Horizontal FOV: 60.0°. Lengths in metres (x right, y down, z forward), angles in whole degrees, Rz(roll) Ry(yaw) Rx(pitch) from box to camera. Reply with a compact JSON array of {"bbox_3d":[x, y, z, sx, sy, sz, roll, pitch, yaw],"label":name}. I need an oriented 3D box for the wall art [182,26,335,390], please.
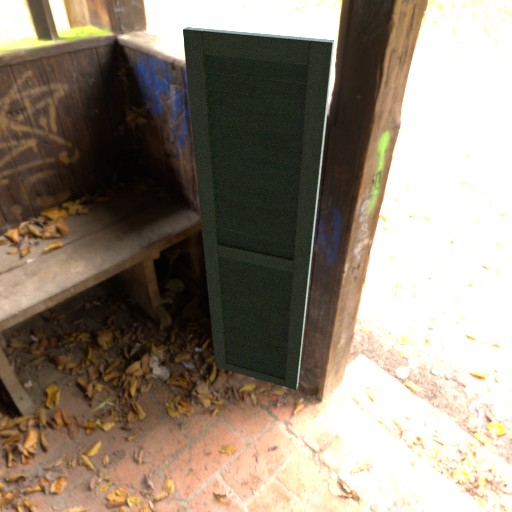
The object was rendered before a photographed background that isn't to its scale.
[{"bbox_3d":[0.000,0.000,1.323,0.329,1.219,0.025,12,42,14],"label":"wall art"}]
